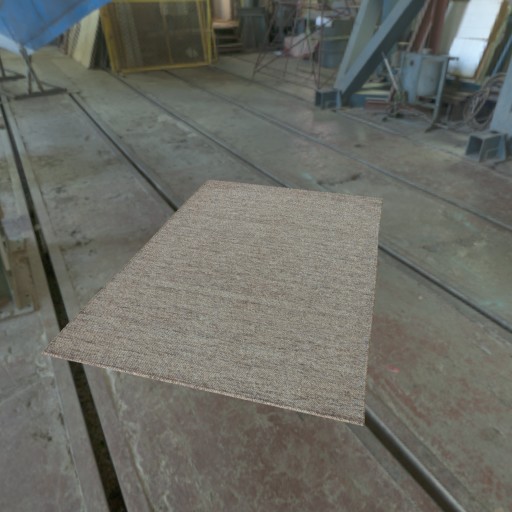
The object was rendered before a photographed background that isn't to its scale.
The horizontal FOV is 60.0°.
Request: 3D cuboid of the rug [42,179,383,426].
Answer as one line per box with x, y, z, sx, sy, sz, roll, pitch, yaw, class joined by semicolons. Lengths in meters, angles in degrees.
0.000;0.000;2.912;1.547;0.013;2.283;8;33;13;rug
